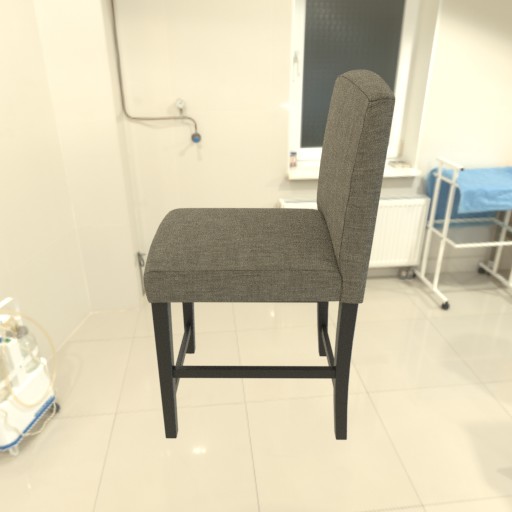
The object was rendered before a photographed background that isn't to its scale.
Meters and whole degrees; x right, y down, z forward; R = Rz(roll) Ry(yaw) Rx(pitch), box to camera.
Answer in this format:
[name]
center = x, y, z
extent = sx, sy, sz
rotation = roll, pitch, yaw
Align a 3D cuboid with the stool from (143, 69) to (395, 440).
[stool]
center = 0.000, 0.000, 1.245
extent = 0.552, 0.966, 0.451
rotation = 0, 25, 0
